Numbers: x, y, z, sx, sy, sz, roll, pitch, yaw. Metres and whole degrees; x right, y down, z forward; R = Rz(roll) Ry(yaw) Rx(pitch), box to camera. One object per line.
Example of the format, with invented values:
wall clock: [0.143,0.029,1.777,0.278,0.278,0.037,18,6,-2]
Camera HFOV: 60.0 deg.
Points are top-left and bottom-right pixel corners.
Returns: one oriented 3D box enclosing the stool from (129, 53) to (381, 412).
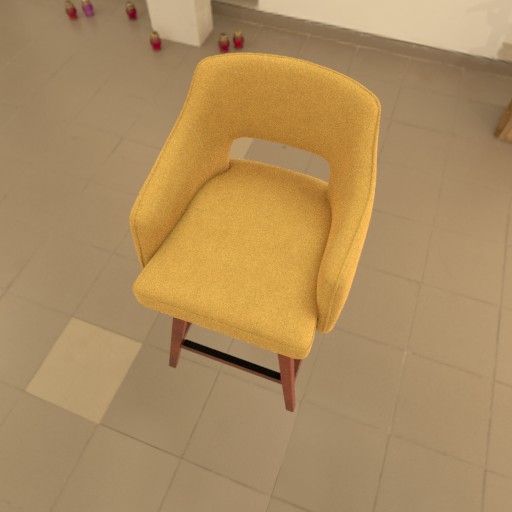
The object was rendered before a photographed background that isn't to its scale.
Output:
stool: [0.000,0.000,1.278,0.548,0.924,0.558,17,59,11]
